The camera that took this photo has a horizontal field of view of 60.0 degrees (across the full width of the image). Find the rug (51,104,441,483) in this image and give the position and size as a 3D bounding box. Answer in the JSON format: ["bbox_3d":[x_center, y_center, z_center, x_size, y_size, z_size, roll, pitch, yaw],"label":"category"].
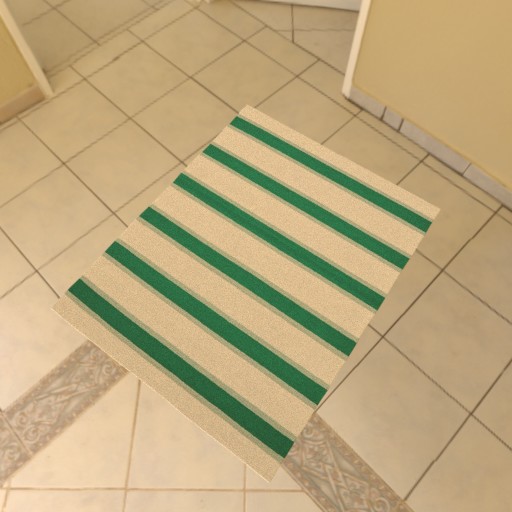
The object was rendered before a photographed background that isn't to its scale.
[{"bbox_3d":[0.000,0.000,4.255,2.434,0.019,3.041,33,68,15],"label":"rug"}]
